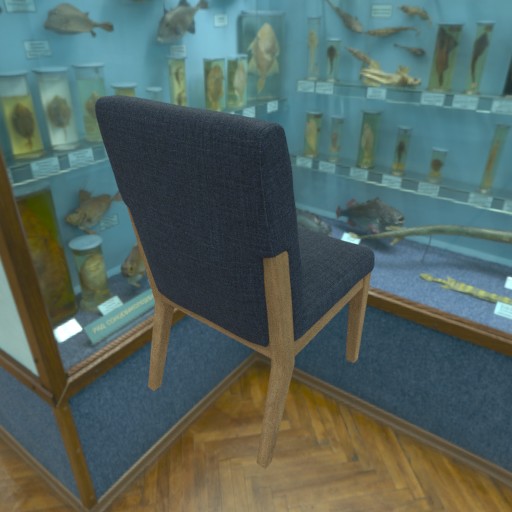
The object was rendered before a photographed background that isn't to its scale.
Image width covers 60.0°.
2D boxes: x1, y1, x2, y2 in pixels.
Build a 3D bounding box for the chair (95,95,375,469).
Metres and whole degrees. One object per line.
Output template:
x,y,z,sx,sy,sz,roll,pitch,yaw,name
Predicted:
0.000,0.000,1.271,0.507,0.911,0.586,21,36,32,chair
